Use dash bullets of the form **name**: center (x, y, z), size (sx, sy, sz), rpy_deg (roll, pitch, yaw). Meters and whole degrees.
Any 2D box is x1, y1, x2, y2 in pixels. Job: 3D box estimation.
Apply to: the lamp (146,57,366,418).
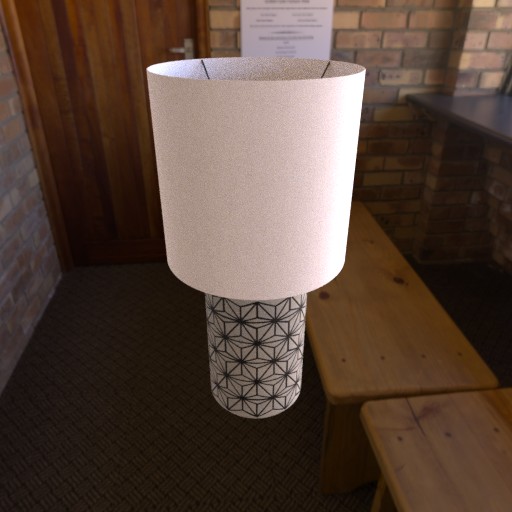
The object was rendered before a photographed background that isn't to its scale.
- **lamp**: center (0.000, 0.000, 0.526), size (0.206, 0.416, 0.206), rpy_deg (-20, 35, -33)
